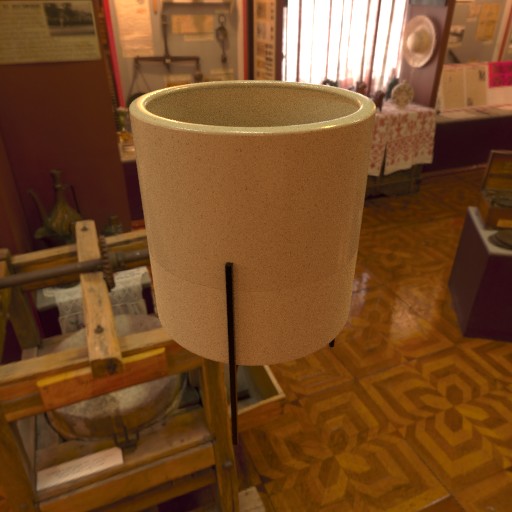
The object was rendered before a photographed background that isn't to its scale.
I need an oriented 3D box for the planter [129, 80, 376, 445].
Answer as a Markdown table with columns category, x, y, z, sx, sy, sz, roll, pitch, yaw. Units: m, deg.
| category | x | y | z | sx | sy | sz | roll | pitch | yaw |
| --- | --- | --- | --- | --- | --- | --- | --- | --- | --- |
| planter | 0.000 | 0.000 | 0.698 | 0.323 | 0.475 | 0.314 | -11 | 32 | -18 |
